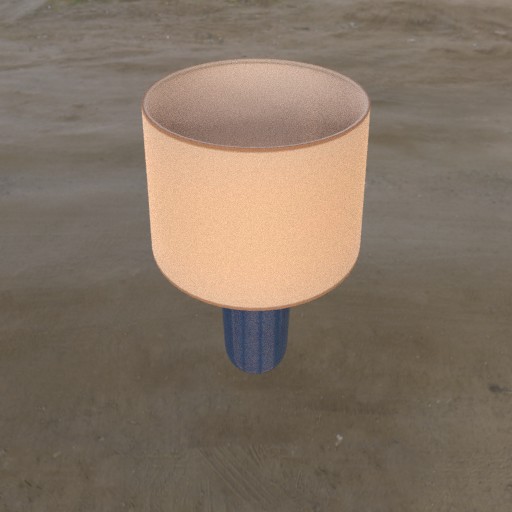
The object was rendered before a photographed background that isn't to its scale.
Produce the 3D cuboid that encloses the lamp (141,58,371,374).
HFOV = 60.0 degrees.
[{"bbox_3d":[0.000,0.000,0.830,0.367,0.609,0.367,0,41,0],"label":"lamp"}]
